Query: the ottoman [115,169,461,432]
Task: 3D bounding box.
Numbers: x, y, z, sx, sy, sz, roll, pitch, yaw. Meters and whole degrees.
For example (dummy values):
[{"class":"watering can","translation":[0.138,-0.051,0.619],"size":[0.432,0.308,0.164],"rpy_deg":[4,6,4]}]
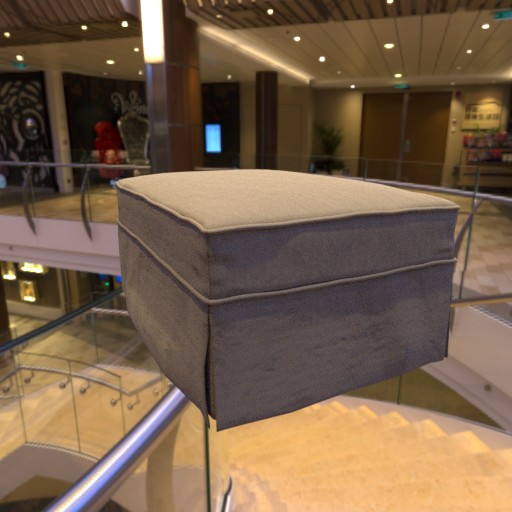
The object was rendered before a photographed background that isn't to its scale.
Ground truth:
[{"class":"ottoman","translation":[0.000,0.000,1.325],"size":[0.703,0.479,0.944],"rpy_deg":[-8,17,-26]}]
